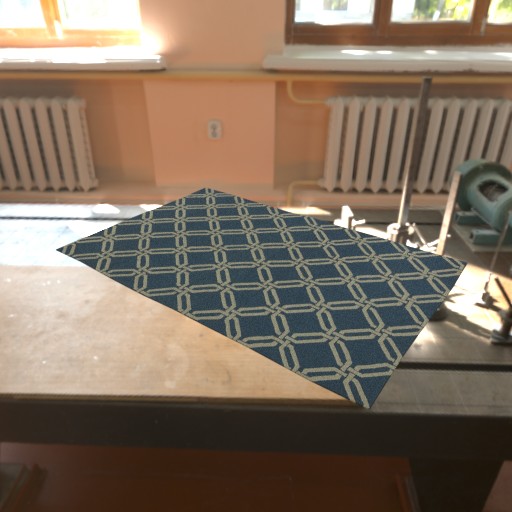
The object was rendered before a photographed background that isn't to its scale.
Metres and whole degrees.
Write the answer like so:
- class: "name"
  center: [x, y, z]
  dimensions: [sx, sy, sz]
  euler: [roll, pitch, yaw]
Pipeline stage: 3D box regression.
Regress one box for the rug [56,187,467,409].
- class: "rug"
  center: [0.000, 0.000, 2.233]
  dimensions: [1.755, 0.010, 1.153]
  euler: [20, 35, 32]
